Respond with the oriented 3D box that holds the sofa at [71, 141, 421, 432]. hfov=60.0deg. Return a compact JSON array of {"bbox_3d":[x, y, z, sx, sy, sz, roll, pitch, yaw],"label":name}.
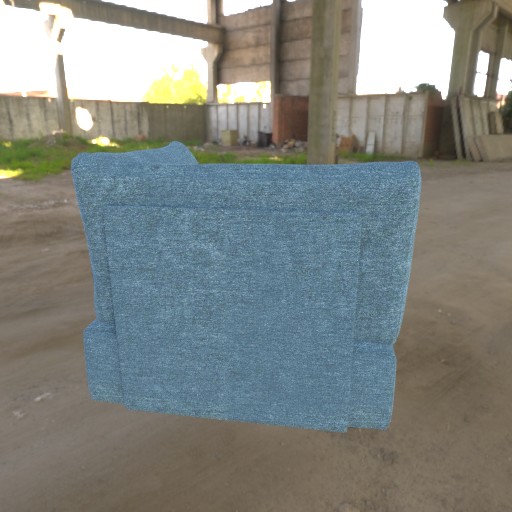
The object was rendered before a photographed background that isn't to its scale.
[{"bbox_3d":[0.000,0.000,1.712,1.000,0.820,1.000,3,17,9],"label":"sofa"}]
